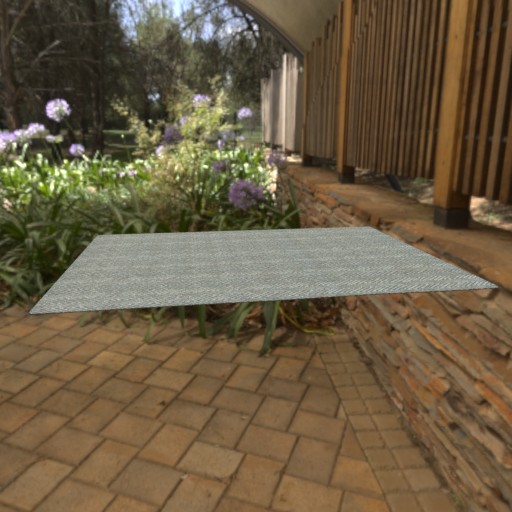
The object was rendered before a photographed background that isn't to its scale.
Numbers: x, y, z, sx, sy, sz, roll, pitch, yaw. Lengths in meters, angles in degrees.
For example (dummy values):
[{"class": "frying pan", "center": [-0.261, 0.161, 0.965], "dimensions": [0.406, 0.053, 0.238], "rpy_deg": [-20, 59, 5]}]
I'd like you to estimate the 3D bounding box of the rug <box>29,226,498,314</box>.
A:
[{"class": "rug", "center": [0.000, 0.000, 5.033], "dimensions": [3.957, 0.011, 2.894], "rpy_deg": [-2, 15, -9]}]
